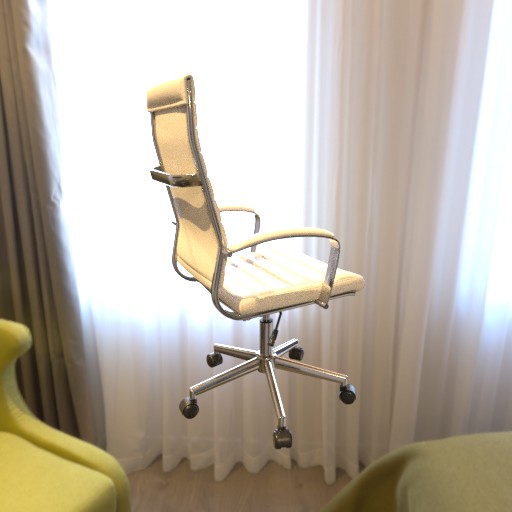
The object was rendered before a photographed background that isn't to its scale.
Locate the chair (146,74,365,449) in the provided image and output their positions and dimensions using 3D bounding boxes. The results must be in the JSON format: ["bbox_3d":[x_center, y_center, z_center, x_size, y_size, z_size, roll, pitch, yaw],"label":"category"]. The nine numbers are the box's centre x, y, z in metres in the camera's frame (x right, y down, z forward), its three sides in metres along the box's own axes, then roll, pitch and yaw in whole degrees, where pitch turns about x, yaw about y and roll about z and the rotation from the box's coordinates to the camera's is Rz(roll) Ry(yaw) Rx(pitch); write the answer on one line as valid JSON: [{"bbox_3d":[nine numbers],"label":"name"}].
[{"bbox_3d":[0.000,0.000,1.605,0.679,1.149,0.679,-7,17,-26],"label":"chair"}]
